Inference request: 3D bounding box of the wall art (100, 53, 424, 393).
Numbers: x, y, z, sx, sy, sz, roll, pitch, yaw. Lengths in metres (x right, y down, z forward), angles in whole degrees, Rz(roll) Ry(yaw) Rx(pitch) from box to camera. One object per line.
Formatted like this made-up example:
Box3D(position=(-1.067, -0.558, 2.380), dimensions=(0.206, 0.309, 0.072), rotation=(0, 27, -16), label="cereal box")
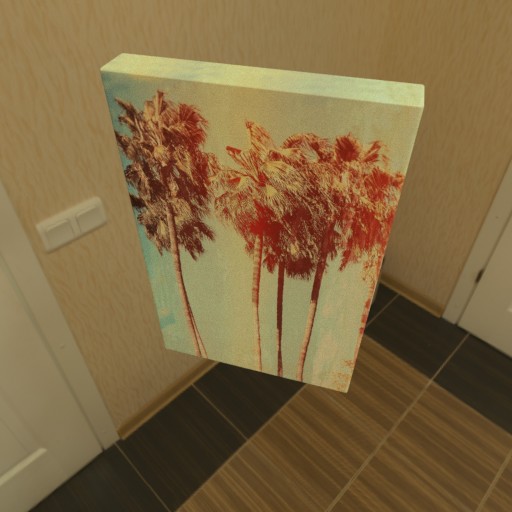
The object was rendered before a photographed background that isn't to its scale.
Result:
Box3D(position=(0.000, 0.000, 0.472), dimensions=(0.251, 0.380, 0.039), rotation=(11, 44, 12), label="wall art")
